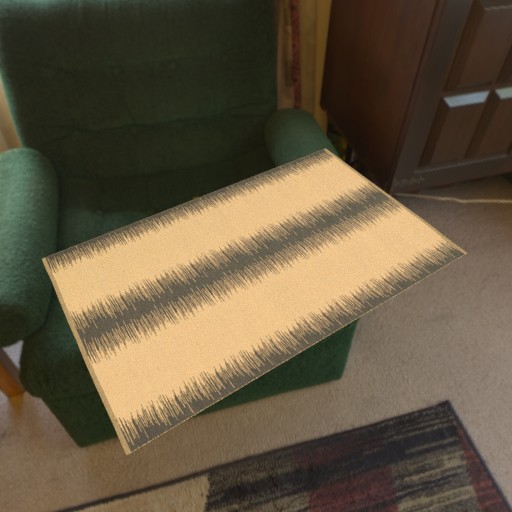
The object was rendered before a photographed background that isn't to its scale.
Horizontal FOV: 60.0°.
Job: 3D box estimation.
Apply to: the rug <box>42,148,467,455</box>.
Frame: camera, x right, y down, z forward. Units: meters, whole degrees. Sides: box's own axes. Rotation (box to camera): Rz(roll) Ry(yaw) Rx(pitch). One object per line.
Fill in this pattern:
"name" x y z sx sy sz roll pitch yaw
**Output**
"rug" 0.000 0.000 2.993 2.453 0.003 1.519 -25 51 -22
